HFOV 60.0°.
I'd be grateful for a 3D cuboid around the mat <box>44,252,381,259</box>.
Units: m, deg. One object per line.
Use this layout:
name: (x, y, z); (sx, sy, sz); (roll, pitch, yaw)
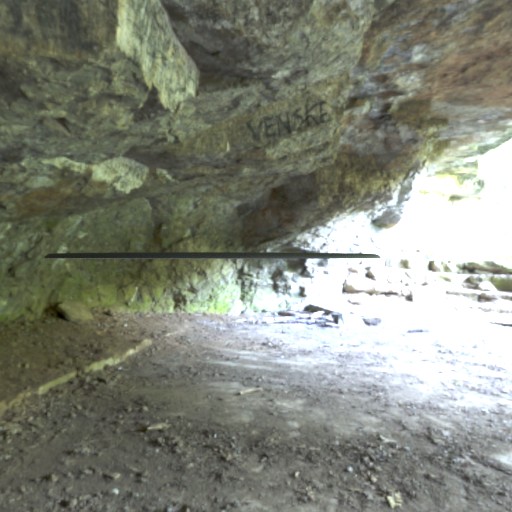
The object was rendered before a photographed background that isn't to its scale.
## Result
mat: (0.000, 0.000, 1.920); (1.525, 0.022, 0.917); (0, 0, -37)
